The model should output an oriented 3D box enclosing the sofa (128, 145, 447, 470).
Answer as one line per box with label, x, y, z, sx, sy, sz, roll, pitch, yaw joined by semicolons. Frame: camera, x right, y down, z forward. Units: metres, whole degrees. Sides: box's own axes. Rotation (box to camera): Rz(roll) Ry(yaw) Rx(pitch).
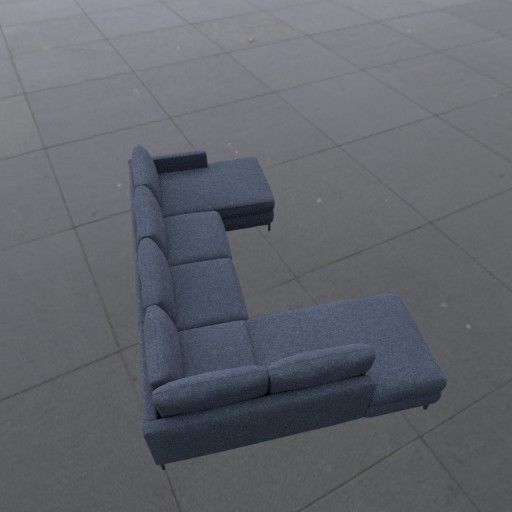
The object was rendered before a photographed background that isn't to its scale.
sofa;0.000;0.000;3.815;2.007;0.813;2.956;-9;46;-9
